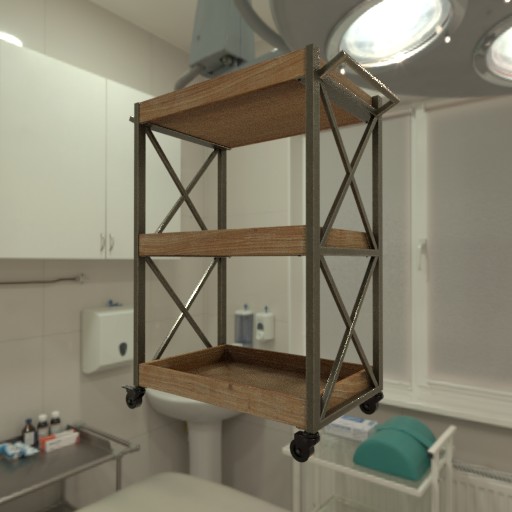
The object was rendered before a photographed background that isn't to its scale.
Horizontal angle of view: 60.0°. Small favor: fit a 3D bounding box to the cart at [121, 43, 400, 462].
[{"bbox_3d":[0.000,0.000,1.186,0.673,0.835,0.377,0,-1,37],"label":"cart"}]
